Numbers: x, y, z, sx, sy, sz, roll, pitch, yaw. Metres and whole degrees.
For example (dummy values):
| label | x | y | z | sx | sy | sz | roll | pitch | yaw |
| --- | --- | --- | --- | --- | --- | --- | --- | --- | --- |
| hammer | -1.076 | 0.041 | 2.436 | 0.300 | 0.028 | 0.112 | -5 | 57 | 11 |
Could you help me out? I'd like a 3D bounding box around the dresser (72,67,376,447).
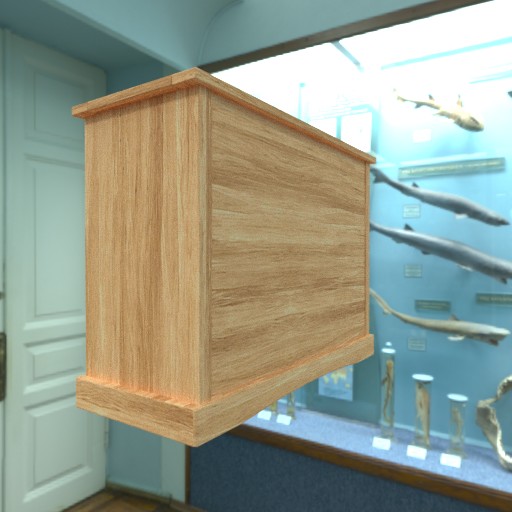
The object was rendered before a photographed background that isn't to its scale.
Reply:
| label | x | y | z | sx | sy | sz | roll | pitch | yaw |
| --- | --- | --- | --- | --- | --- | --- | --- | --- | --- |
| dresser | 0.000 | 0.000 | 1.375 | 0.410 | 0.740 | 0.990 | 0 | 0 | 35 |
